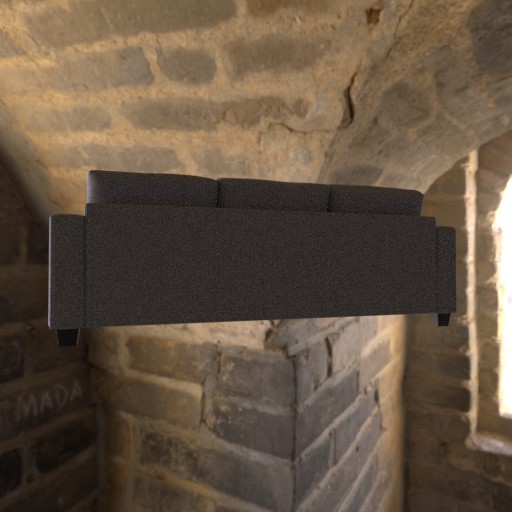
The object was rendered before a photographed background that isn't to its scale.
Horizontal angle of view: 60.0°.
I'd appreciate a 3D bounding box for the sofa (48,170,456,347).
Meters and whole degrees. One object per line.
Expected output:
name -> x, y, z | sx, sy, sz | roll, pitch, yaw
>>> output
sofa -> 0.000, 0.000, 2.599 | 2.120, 0.800, 0.900 | 0, -1, -18
